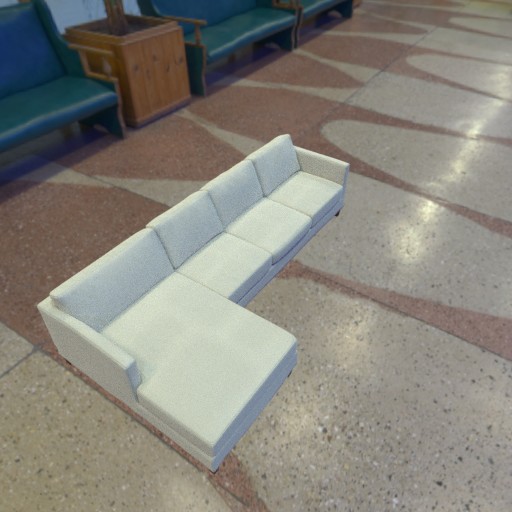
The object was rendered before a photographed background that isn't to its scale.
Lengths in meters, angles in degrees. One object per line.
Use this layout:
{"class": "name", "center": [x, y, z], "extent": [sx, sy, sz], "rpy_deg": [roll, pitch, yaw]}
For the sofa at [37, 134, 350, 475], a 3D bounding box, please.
{"class": "sofa", "center": [0.000, 0.000, 3.951], "extent": [1.625, 0.861, 3.186], "rpy_deg": [25, 47, 26]}
